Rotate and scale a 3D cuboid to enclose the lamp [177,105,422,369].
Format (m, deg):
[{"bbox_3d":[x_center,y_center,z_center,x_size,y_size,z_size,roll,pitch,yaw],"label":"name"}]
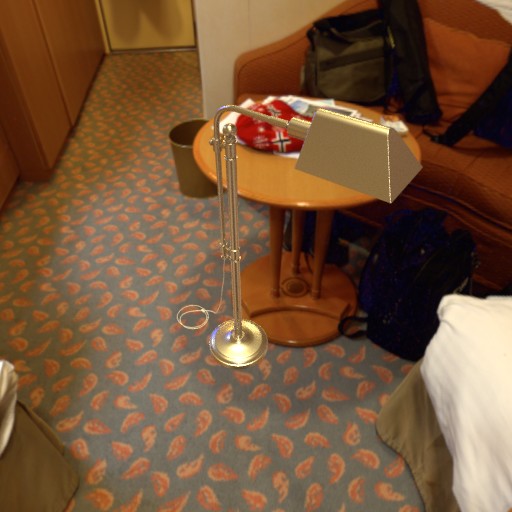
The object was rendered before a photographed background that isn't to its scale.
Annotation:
[{"bbox_3d":[0.000,0.000,0.948,0.546,0.708,0.159,26,48,27],"label":"lamp"}]
